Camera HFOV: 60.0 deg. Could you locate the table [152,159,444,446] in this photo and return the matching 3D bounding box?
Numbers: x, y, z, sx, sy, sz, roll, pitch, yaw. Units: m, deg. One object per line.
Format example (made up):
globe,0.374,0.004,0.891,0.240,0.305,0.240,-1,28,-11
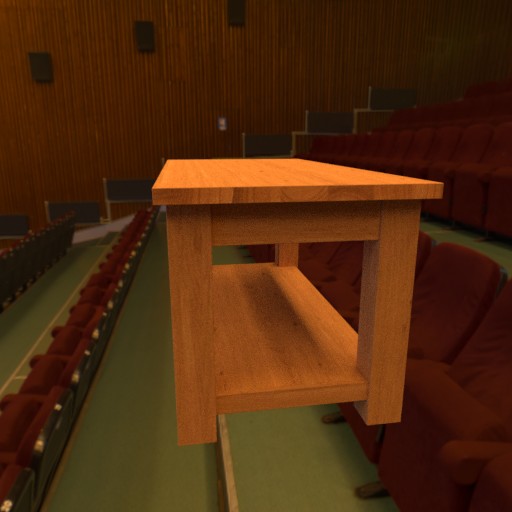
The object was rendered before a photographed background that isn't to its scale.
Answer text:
table,0.000,0.000,1.149,0.450,0.452,0.899,-2,15,-9
